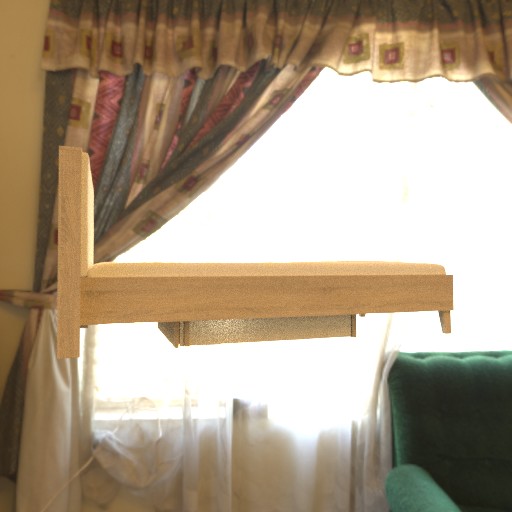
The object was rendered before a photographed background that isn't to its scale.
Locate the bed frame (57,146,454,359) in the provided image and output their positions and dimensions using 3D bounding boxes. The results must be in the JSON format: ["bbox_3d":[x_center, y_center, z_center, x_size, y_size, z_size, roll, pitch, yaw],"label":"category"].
[{"bbox_3d":[0.000,0.000,2.724,2.140,0.920,0.990,0,-1,-19],"label":"bed frame"}]
